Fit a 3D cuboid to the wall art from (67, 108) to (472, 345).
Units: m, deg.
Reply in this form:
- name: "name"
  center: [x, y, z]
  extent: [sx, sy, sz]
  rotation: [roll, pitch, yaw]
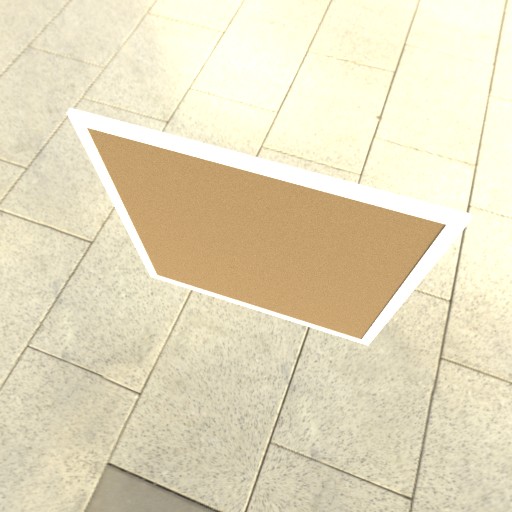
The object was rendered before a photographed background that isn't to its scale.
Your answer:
- name: "wall art"
  center: [0.000, 0.000, 1.213]
  extent: [0.812, 0.812, 0.015]
  rotation: [17, 64, 8]
